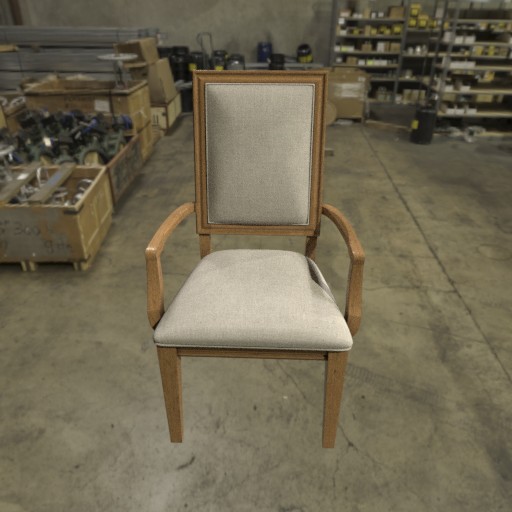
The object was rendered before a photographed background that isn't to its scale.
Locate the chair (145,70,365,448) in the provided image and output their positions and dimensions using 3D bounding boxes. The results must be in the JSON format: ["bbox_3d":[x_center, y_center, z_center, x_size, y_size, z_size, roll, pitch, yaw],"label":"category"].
[{"bbox_3d":[0.000,0.000,1.364,0.606,0.990,0.602,1,30,2],"label":"chair"}]
